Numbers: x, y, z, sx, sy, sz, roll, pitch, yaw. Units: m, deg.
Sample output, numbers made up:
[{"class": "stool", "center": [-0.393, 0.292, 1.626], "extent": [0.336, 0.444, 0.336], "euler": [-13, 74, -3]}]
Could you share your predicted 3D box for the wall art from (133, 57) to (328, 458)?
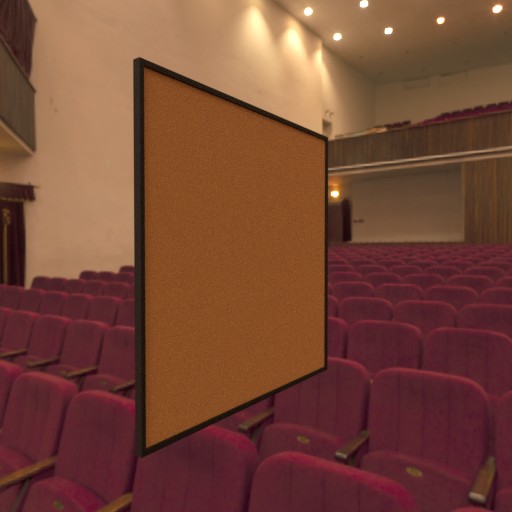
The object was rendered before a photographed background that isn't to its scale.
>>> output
[{"class": "wall art", "center": [0.000, 0.000, 0.693], "extent": [0.013, 0.457, 0.458], "euler": [1, 1, 37]}]
